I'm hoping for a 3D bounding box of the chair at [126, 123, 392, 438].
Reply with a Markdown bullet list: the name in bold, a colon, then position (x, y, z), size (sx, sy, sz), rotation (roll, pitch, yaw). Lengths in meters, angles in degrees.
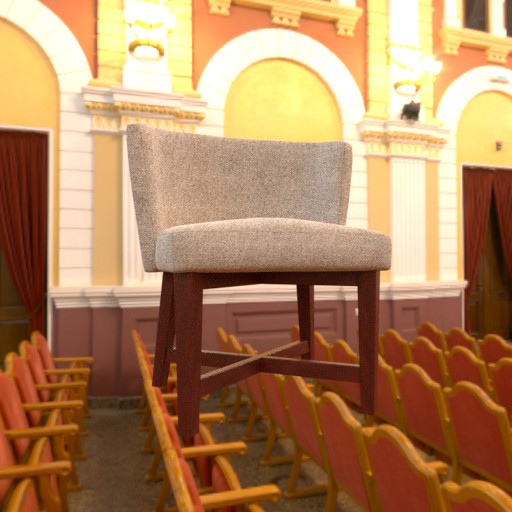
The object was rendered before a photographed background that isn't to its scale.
- **chair**: position (0.000, 0.000, 1.302), size (0.728, 0.827, 0.575), rotation (0, 0, -18)
